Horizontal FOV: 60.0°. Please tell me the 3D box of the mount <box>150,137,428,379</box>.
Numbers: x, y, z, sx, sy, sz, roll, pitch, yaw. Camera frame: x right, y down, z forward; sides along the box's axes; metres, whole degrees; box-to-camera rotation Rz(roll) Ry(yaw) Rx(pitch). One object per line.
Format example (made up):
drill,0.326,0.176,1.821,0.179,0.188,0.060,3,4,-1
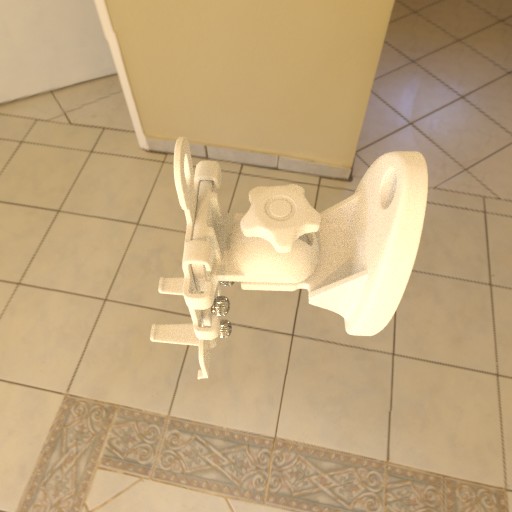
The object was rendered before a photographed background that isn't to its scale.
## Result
mount,0.000,0.000,0.176,0.100,0.118,0.066,2,58,1
